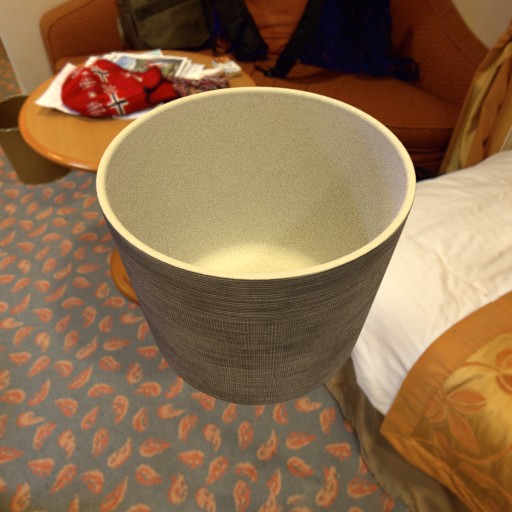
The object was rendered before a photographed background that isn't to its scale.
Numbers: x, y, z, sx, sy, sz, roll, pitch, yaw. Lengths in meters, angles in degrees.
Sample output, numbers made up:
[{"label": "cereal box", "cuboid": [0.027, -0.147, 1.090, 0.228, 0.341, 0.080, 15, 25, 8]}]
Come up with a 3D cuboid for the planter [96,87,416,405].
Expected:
[{"label": "planter", "cuboid": [0.000, 0.000, 0.771, 0.440, 0.398, 0.440, 0, 47, 0]}]
